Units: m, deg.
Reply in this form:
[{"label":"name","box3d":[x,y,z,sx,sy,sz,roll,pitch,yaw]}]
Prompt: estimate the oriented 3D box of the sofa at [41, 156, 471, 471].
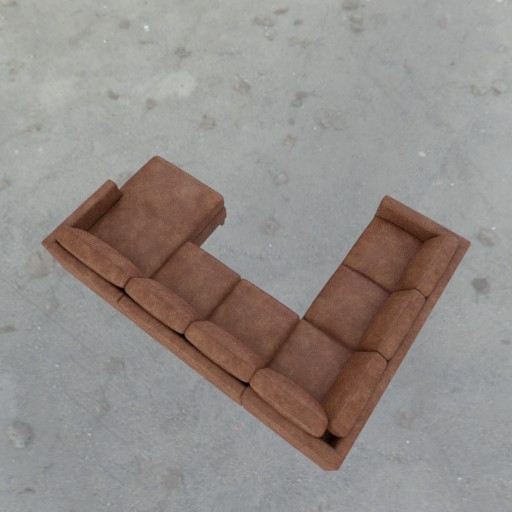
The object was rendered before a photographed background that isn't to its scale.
[{"label":"sofa","box3d":[0.000,0.000,4.490,3.324,0.888,2.452,33,68,15]}]
